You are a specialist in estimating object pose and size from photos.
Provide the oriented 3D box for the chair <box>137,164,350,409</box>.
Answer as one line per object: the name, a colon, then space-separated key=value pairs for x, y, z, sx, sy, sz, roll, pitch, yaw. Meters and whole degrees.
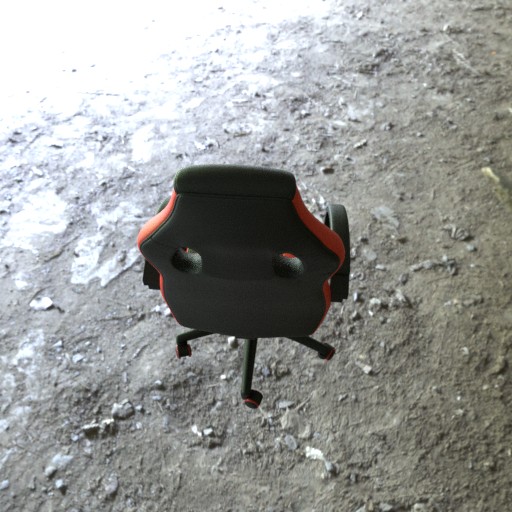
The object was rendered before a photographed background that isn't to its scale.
chair: x=0.000 y=0.000 z=1.349 sx=0.600 sy=1.016 sz=0.642 roll=4 pitch=47 yaw=3
